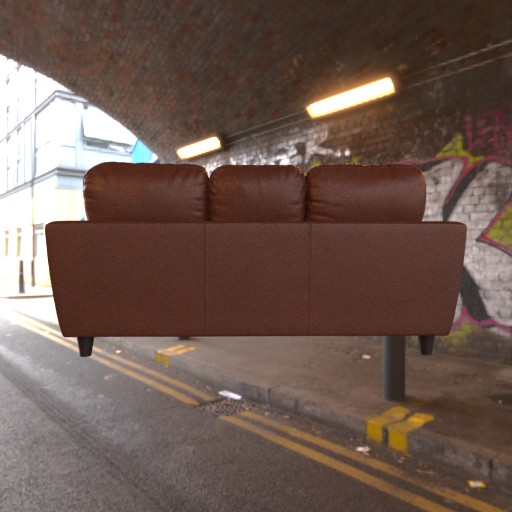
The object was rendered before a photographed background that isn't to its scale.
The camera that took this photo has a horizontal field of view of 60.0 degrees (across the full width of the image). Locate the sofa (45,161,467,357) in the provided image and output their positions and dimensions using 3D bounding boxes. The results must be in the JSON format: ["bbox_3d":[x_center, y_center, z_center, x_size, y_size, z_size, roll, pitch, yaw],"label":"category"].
[{"bbox_3d":[0.000,0.000,2.322,1.862,0.915,0.802,0,0,-1],"label":"sofa"}]
